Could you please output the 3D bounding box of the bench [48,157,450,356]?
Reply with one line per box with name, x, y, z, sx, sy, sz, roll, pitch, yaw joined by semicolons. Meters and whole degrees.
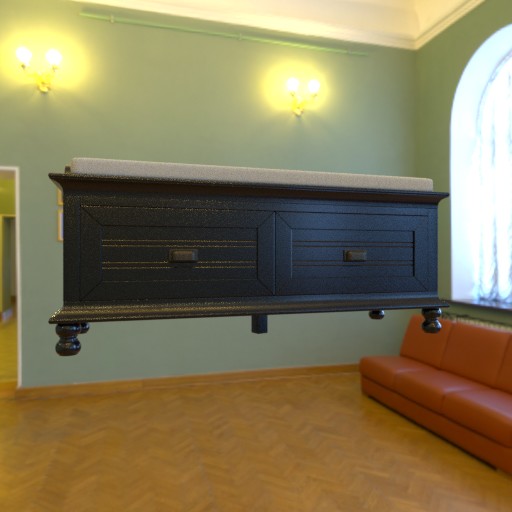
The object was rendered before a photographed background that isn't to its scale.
bench;0.000;0.000;1.448;1.185;0.501;0.402;0;0;-17
